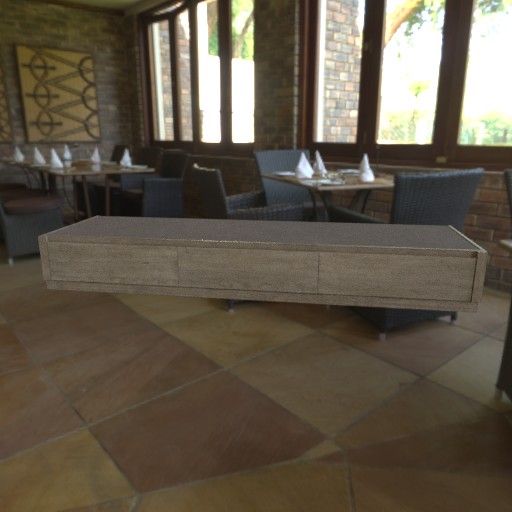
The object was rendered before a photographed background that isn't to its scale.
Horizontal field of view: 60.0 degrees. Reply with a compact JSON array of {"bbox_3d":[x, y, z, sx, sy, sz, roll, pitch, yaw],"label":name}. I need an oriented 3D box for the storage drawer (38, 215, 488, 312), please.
[{"bbox_3d":[0.000,0.000,2.338,2.072,0.274,0.591,2,15,8],"label":"storage drawer"}]
